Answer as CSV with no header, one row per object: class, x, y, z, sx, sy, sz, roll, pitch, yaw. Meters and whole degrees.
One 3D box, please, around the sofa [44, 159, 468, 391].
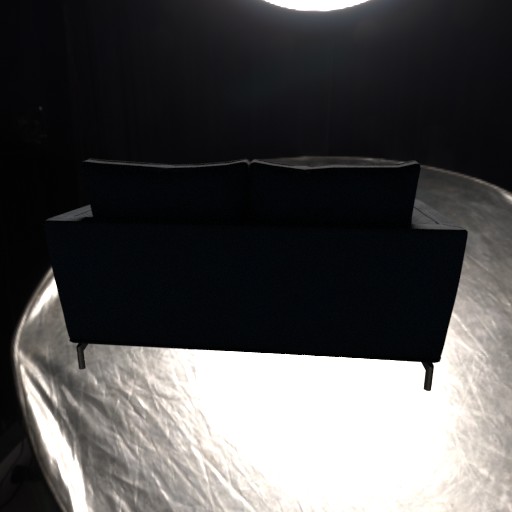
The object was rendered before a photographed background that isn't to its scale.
sofa,0.000,0.000,2.281,1.770,1.002,0.853,2,16,6
